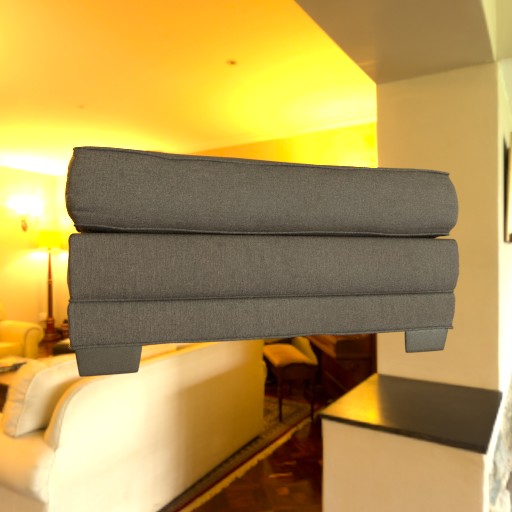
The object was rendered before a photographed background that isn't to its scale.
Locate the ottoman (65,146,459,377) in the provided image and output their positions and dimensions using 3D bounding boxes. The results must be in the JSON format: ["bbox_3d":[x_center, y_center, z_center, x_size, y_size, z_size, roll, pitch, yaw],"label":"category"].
[{"bbox_3d":[0.000,0.000,1.126,0.864,0.448,0.490,0,0,-17],"label":"ottoman"}]
